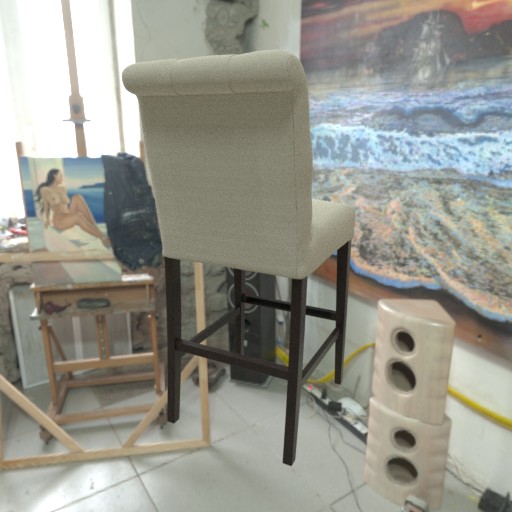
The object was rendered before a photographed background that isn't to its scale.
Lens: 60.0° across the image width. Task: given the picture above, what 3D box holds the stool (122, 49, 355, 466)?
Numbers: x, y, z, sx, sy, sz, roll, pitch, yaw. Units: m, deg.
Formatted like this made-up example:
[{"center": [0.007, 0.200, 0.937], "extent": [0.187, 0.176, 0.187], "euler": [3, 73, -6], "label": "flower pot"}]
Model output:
[{"center": [0.000, 0.000, 1.421], "extent": [0.482, 1.118, 0.610], "euler": [8, 19, 26], "label": "stool"}]
